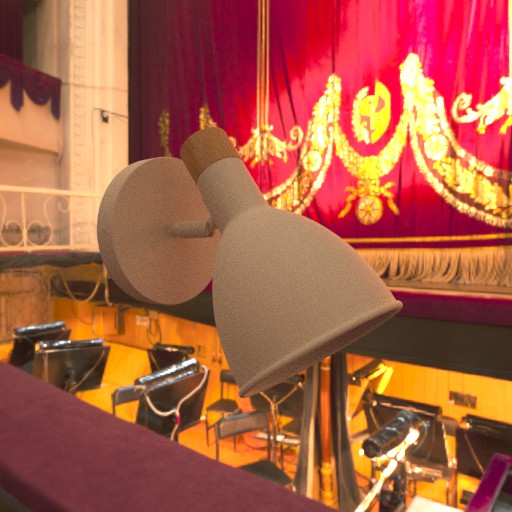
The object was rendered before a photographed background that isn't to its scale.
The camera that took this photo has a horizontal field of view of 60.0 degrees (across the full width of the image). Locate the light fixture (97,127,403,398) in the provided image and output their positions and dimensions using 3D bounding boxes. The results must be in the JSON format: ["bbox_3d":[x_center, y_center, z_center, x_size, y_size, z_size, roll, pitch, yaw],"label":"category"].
[{"bbox_3d":[0.000,0.000,0.327,0.209,0.199,0.127,1,2,36],"label":"light fixture"}]
